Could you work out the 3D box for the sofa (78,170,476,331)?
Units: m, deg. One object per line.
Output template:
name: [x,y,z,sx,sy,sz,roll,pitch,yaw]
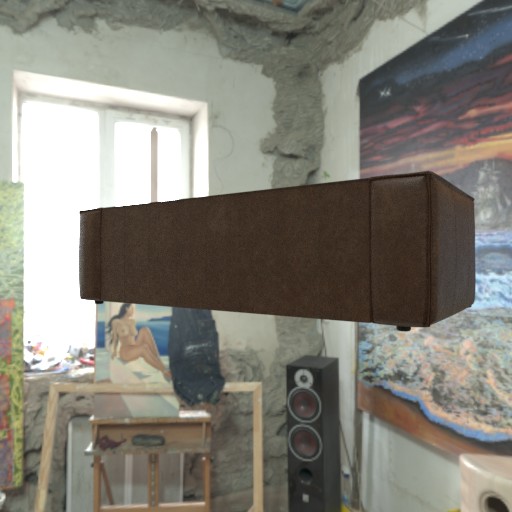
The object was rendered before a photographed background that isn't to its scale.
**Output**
sofa: [0.000,0.000,2.998,2.581,0.701,1.102,-1,-1,35]
